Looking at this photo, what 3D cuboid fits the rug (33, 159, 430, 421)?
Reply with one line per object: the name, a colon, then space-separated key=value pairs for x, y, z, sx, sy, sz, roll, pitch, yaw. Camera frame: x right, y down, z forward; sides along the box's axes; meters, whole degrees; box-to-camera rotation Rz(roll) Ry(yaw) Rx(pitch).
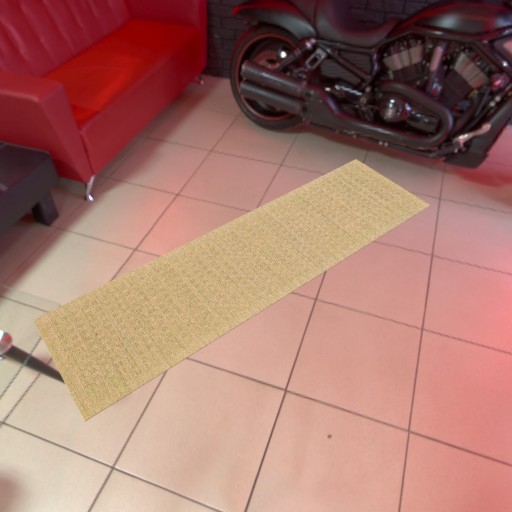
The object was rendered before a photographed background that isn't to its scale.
rug: x=0.000 y=0.000 z=2.663 sx=2.437 sy=0.006 sz=0.686 roll=-29 pitch=53 yaw=-25
